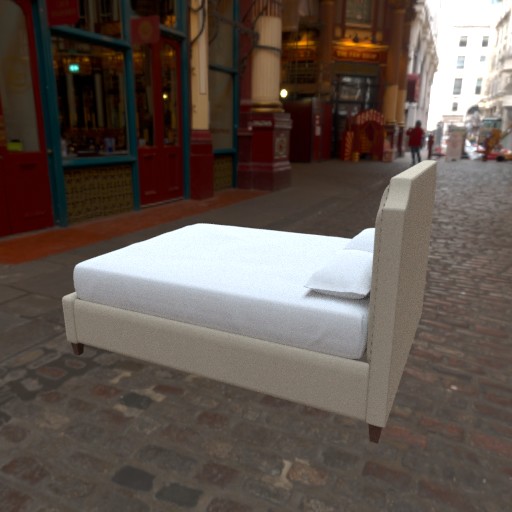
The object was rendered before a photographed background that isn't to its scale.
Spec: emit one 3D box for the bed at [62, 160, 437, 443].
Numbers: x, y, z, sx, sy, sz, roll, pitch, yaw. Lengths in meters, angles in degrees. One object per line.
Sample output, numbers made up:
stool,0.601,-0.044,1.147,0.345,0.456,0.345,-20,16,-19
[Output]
bed,0.000,0.000,3.388,2.329,1.415,1.703,8,18,25
